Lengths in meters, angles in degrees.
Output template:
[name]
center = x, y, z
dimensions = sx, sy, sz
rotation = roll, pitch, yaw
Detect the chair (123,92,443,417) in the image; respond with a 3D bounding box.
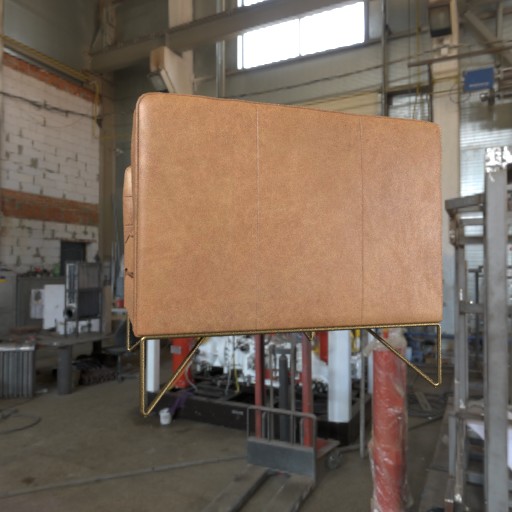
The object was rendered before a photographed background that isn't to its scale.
[chair]
center = 0.000, 0.000, 1.611
dimensions = 0.912, 0.797, 0.920
rotation = 1, -2, -18
